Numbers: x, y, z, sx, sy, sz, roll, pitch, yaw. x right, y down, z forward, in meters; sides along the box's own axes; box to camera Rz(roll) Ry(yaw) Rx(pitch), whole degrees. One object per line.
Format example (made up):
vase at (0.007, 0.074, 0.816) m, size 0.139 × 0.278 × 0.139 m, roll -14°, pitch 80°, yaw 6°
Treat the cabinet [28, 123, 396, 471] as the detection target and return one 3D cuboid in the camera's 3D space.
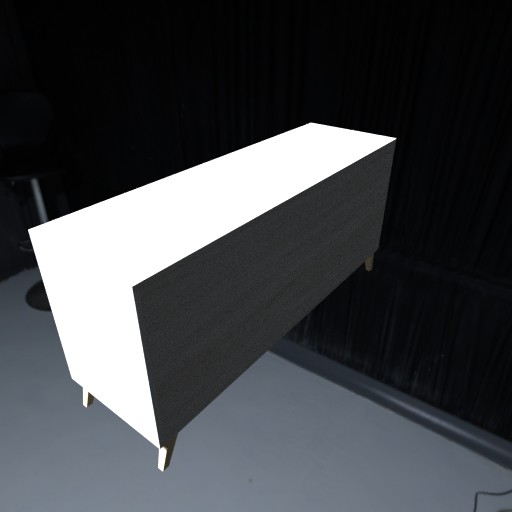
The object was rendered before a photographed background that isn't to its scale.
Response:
cabinet at (0.000, 0.000, 1.996) m, size 0.500 × 0.780 × 1.649 m, roll 22°, pitch 37°, yaw 32°
